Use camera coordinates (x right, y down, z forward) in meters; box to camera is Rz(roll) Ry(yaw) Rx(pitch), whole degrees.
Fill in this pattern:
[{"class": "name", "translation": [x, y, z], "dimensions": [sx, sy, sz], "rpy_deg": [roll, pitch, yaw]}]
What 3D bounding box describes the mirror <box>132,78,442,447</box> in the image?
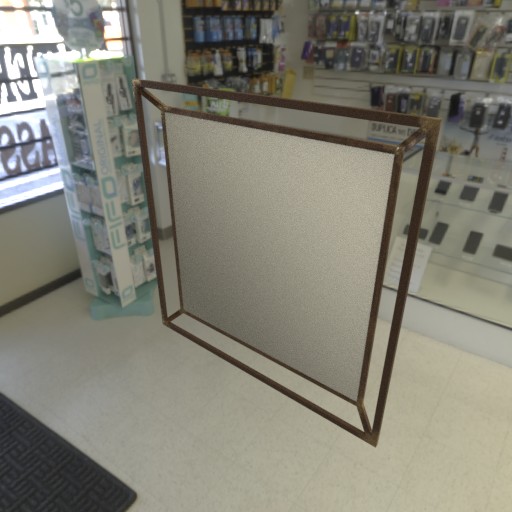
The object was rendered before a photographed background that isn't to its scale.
[{"class": "mirror", "translation": [0.000, 0.000, 0.875], "dimensions": [0.610, 0.610, 0.032], "rpy_deg": [21, 35, 33]}]
